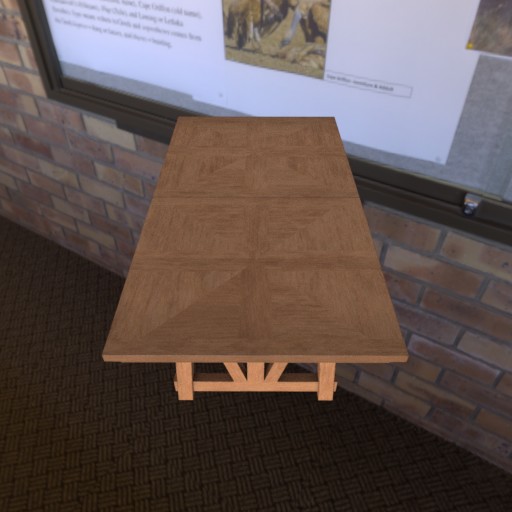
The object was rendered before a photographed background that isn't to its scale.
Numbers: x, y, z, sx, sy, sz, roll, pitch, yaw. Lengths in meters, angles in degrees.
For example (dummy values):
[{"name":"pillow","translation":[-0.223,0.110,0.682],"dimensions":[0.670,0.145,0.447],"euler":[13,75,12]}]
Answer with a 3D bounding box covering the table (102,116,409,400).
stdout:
[{"name":"table","translation":[0.000,0.000,2.427],"dimensions":[1.016,0.768,1.881],"euler":[0,41,0]}]
